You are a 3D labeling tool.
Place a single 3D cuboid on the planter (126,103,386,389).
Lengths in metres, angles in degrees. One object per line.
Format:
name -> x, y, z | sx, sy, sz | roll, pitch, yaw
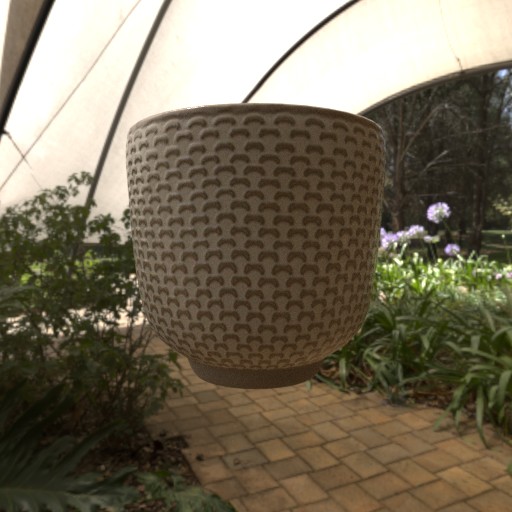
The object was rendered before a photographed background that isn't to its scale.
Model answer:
planter -> 0.000, 0.000, 0.308 | 0.173, 0.160, 0.173 | 0, 2, 0
